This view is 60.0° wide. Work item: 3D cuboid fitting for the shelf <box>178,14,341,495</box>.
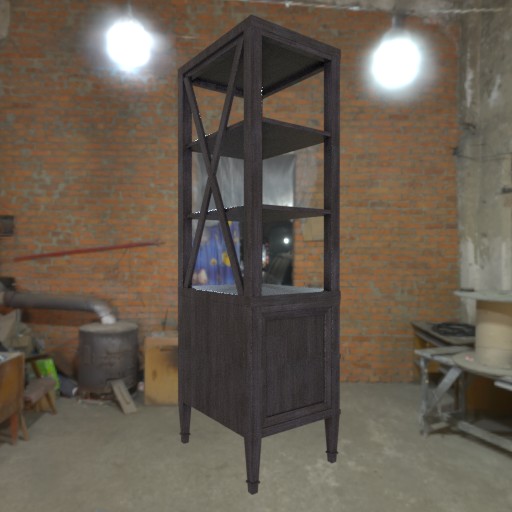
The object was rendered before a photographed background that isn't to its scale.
[{"bbox_3d":[0.000,0.000,1.960,0.472,1.727,0.584,0,0,-36],"label":"shelf"}]
